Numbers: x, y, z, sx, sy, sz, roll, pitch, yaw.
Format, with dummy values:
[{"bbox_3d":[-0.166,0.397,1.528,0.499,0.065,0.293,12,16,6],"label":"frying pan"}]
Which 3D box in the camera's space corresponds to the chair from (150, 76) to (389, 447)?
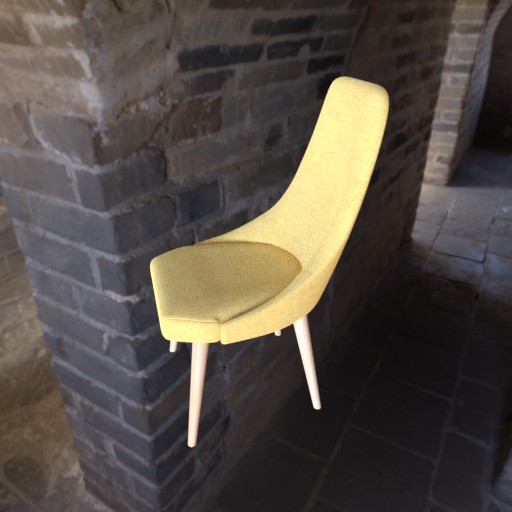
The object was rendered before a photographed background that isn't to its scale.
[{"bbox_3d":[0.000,0.000,1.429,0.660,1.040,0.510,-8,30,-15],"label":"chair"}]
